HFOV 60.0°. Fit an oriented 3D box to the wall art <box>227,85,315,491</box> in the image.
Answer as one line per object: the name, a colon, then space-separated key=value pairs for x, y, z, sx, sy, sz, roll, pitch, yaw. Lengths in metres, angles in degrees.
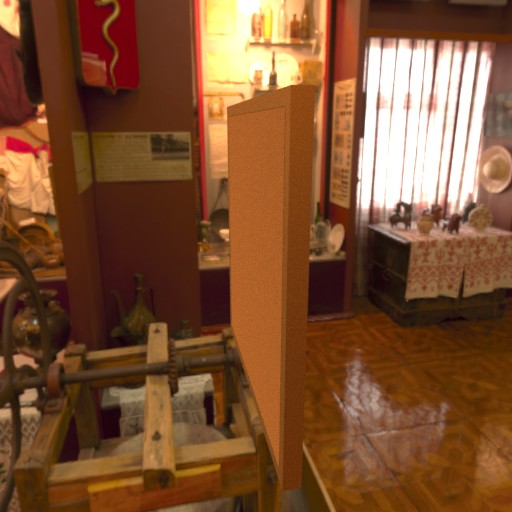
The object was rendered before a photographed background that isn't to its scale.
wall art: x=0.000 y=0.000 z=2.894 sx=0.099 sy=1.926 sz=1.926 roll=-3 pitch=16 yaw=-11
